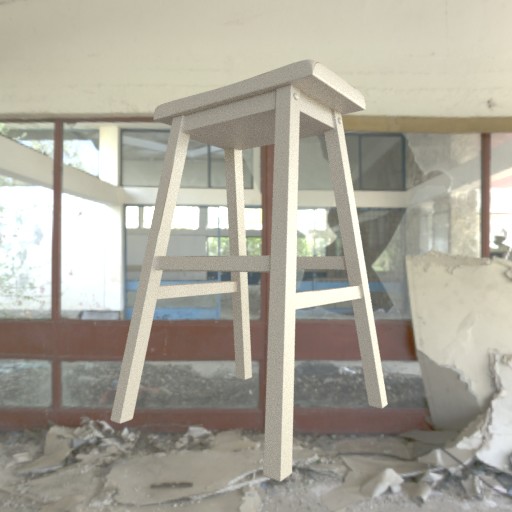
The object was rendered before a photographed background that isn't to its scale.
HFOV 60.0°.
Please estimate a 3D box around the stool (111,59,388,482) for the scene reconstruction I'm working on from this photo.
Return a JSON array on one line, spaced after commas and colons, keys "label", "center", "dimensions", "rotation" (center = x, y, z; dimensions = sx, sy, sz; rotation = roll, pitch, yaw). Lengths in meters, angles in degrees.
[{"label": "stool", "center": [0.000, 0.000, 1.047], "dimensions": [0.457, 0.737, 0.476], "rotation": [0, -1, 37]}]
